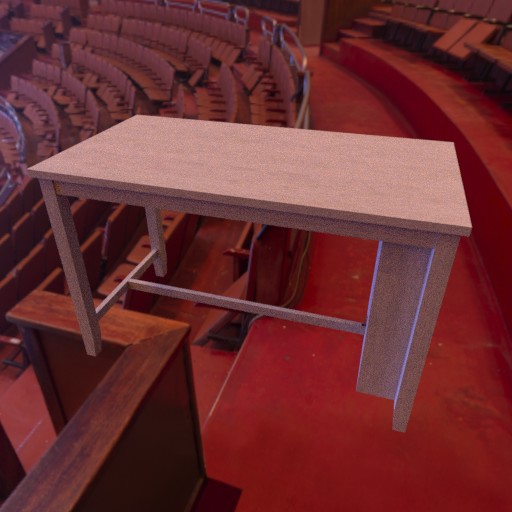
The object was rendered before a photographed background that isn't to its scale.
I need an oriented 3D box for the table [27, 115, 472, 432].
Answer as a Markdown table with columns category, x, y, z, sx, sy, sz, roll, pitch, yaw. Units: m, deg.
| category | x | y | z | sx | sy | sz | roll | pitch | yaw |
| --- | --- | --- | --- | --- | --- | --- | --- | --- | --- |
| table | 0.000 | 0.000 | 1.851 | 1.397 | 0.874 | 0.729 | 9 | 33 | 14 |
